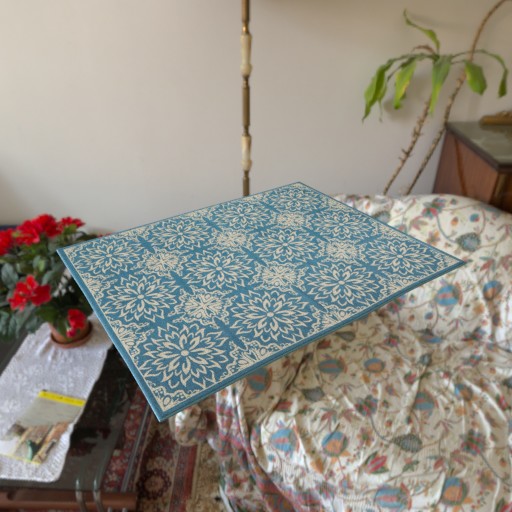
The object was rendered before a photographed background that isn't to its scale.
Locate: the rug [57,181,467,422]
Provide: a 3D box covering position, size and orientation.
[{"bbox_3d":[0.000,0.000,4.061,2.964,0.018,2.350,-20,37,-29],"label":"rug"}]
